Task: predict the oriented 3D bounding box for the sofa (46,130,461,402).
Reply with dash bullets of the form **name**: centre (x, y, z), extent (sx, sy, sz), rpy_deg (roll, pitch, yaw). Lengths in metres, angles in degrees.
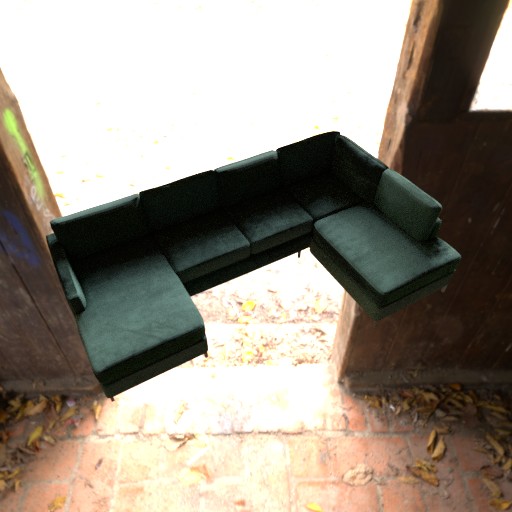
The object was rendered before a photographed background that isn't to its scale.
- **sofa**: centre (0.000, 0.000, 4.288), extent (3.434, 0.992, 2.055), rpy_deg (-22, 49, -20)
